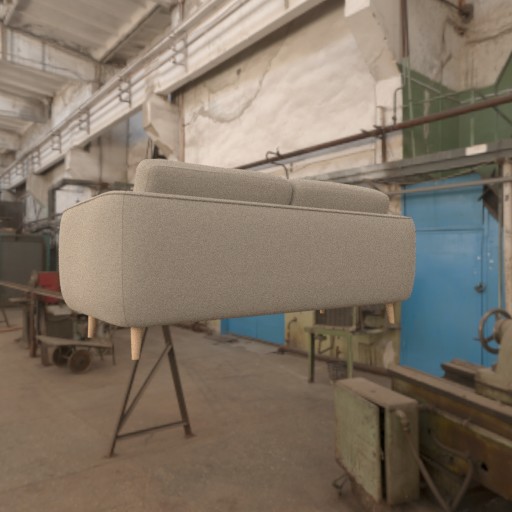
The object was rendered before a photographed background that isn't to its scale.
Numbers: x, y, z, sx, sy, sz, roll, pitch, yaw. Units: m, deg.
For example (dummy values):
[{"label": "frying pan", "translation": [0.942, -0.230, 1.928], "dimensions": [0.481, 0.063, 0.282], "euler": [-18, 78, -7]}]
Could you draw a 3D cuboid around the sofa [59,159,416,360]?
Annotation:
[{"label": "sofa", "translation": [0.000, 0.000, 2.563], "dimensions": [2.000, 0.850, 0.920], "euler": [0, 0, -36]}]
